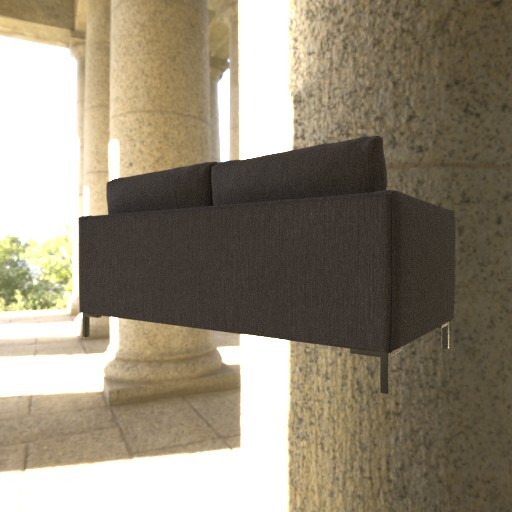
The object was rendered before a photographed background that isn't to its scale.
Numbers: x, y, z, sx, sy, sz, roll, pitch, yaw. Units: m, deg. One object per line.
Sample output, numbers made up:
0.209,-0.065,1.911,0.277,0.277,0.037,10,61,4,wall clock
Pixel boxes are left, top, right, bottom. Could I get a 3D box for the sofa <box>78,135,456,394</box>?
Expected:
0.000,0.000,2.167,1.682,0.840,0.875,0,0,36,sofa
